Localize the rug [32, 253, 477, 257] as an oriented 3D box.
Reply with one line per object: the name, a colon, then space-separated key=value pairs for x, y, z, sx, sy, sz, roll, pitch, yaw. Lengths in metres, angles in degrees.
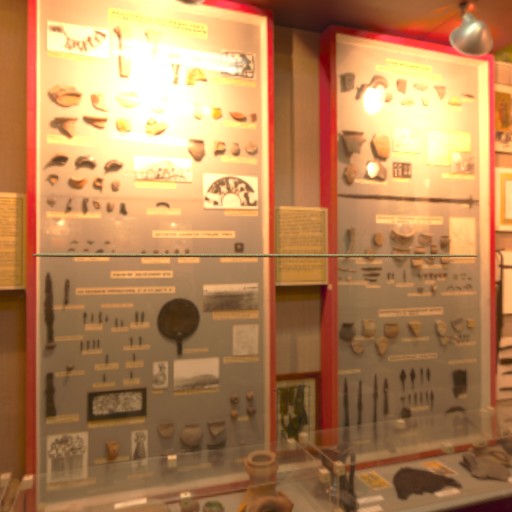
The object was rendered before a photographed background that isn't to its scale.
rug: x=0.000 y=0.000 z=1.442 sx=1.219 sy=0.007 sz=0.604 roll=0 pitch=0 yaw=-18
